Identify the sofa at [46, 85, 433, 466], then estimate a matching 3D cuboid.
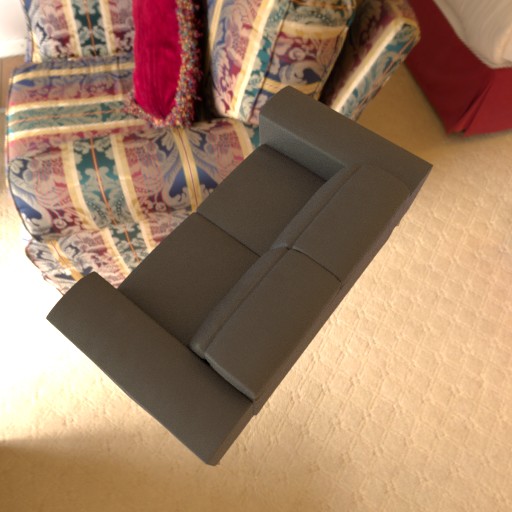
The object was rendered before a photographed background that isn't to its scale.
[{"bbox_3d":[0.000,0.000,2.408,1.003,0.779,1.895,35,69,16],"label":"sofa"}]
